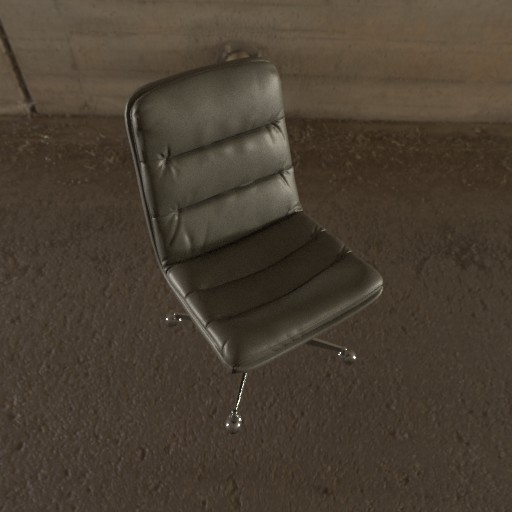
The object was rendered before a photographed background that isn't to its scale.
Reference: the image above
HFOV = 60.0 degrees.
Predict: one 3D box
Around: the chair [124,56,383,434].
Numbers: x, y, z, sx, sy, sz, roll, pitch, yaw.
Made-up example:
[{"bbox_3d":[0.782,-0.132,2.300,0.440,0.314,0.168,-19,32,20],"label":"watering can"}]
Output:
[{"bbox_3d":[0.000,0.000,1.056,0.422,0.738,0.485,-25,52,-21],"label":"chair"}]
